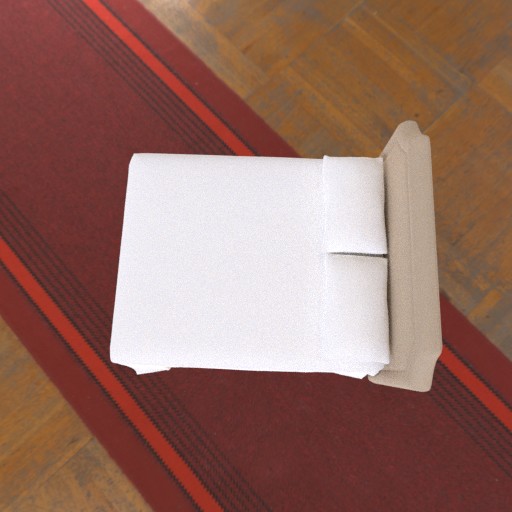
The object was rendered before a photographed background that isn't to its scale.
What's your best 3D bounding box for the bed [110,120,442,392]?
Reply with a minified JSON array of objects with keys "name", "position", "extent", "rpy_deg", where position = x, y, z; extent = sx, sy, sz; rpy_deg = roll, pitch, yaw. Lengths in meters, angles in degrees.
[{"name":"bed","position":[0.000,0.000,3.313],"extent":[2.204,1.301,1.828],"rpy_deg":[2,77,0]}]
